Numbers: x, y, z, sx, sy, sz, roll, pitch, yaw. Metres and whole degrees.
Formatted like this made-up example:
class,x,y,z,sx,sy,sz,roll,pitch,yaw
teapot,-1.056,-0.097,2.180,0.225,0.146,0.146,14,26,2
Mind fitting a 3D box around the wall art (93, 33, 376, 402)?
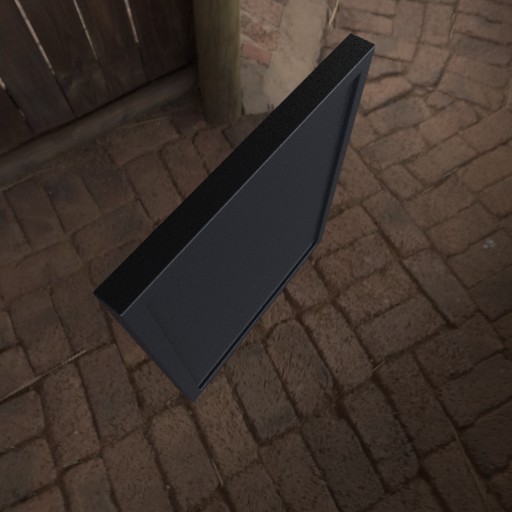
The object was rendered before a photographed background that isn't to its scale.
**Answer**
class,x,y,z,sx,sy,sz,roll,pitch,yaw
wall art,0.000,0.000,0.522,0.028,0.381,0.328,34,68,16
